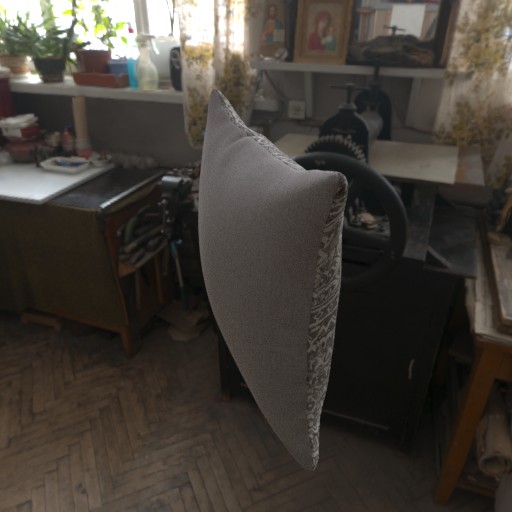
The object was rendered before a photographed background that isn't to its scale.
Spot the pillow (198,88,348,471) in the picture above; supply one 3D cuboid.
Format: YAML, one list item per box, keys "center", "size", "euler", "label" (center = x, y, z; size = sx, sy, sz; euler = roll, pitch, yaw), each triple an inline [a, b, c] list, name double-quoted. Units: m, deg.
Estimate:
- center: [0.000, 0.000, 0.789]
  size: [0.180, 0.487, 0.546]
  euler: [-10, 31, -16]
  label: "pillow"
